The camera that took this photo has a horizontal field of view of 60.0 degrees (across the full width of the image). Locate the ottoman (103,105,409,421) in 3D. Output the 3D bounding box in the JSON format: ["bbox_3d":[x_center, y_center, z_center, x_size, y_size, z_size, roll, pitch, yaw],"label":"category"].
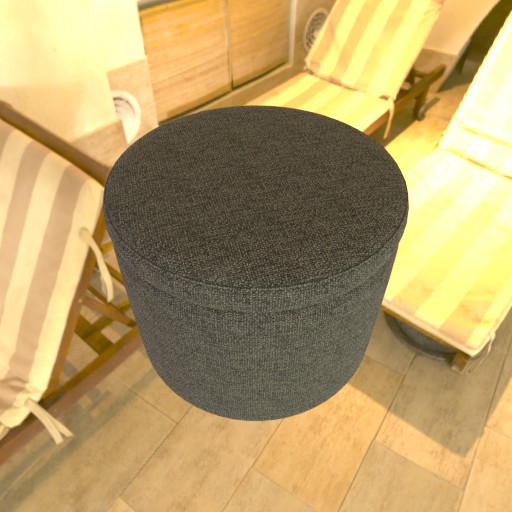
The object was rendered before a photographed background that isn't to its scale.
[{"bbox_3d":[0.000,0.000,0.895,0.520,0.430,0.520,0,45,0],"label":"ottoman"}]
